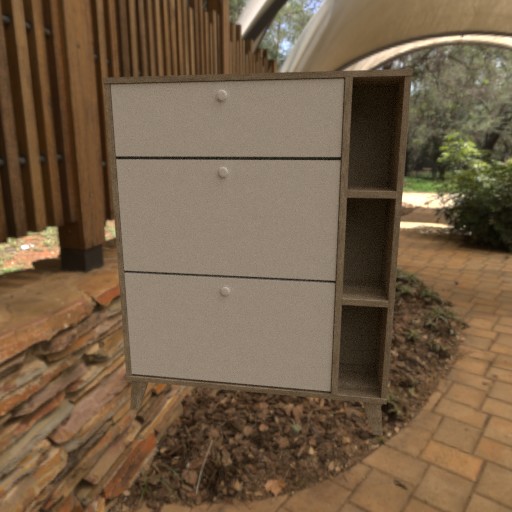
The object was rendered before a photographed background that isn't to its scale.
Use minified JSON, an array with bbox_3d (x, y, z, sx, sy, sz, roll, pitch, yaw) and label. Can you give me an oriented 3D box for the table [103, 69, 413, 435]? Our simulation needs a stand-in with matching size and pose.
[{"bbox_3d":[0.000,0.000,1.522,0.902,1.135,0.256,2,14,9],"label":"table"}]
